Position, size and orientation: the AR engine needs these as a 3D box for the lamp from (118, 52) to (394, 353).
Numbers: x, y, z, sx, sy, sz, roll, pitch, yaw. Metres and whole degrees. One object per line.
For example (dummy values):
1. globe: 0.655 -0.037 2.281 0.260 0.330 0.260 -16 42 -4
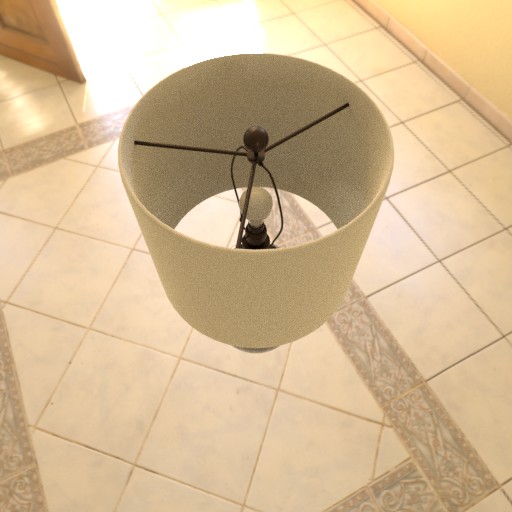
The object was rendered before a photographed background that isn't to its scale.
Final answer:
1. lamp: 0.000 0.000 0.762 0.329 0.570 0.329 -33 64 -18
